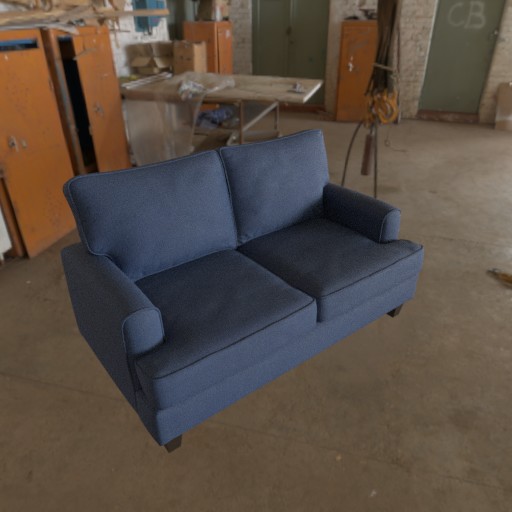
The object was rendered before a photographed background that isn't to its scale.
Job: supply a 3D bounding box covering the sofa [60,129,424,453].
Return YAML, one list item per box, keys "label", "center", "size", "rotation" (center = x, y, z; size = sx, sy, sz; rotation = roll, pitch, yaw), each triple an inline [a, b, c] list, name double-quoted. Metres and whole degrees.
- label: "sofa"
  center: [0.000, 0.000, 2.249]
  size: [1.651, 0.965, 0.965]
  rotation: [-21, 35, -33]
